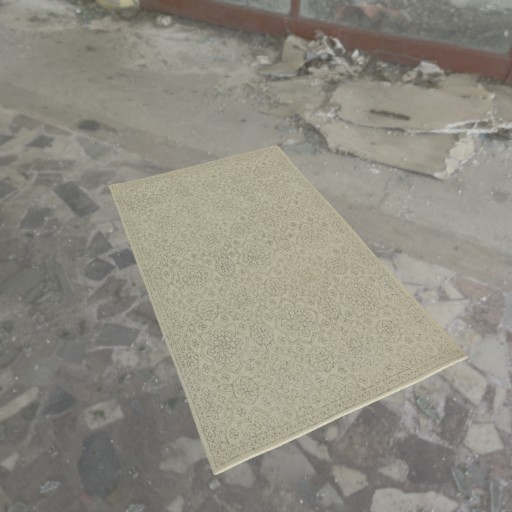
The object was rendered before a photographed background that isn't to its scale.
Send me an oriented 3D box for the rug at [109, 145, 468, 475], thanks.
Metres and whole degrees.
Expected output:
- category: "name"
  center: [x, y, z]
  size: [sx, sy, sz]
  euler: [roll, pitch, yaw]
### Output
- category: "rug"
  center: [0.000, 0.000, 2.425]
  size: [1.214, 0.023, 1.947]
  euler: [-18, 48, -17]
